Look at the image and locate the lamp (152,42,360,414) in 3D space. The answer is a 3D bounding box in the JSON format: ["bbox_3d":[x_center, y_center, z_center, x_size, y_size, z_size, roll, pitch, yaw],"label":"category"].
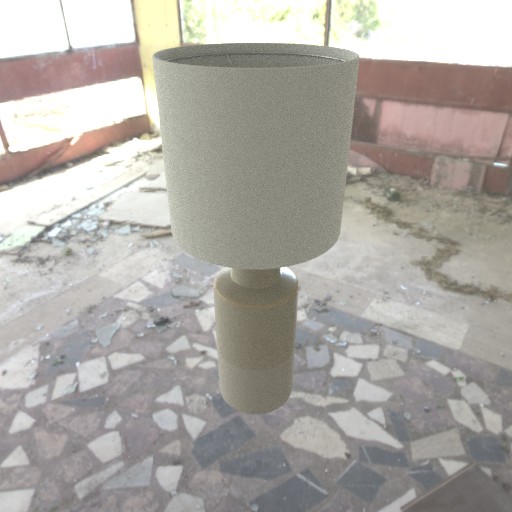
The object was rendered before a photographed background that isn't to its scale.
[{"bbox_3d":[0.000,0.000,0.588,0.212,0.493,0.212,-11,33,-18],"label":"lamp"}]
